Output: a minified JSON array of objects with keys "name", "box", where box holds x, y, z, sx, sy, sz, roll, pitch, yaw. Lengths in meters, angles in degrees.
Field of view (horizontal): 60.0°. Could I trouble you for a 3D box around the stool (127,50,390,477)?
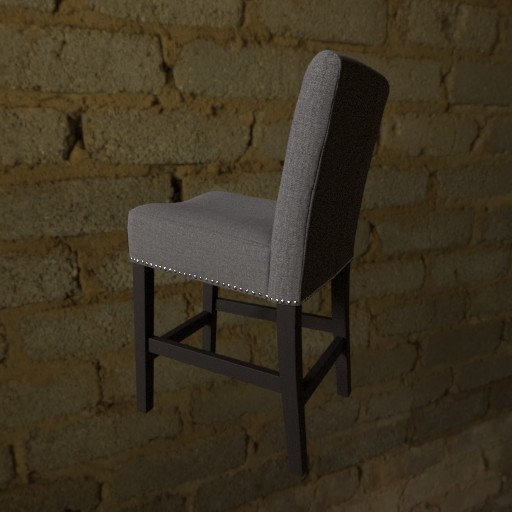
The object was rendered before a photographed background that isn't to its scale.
[{"name":"stool","box":[0.000,0.000,1.146,0.571,0.885,0.427,8,17,26]}]
